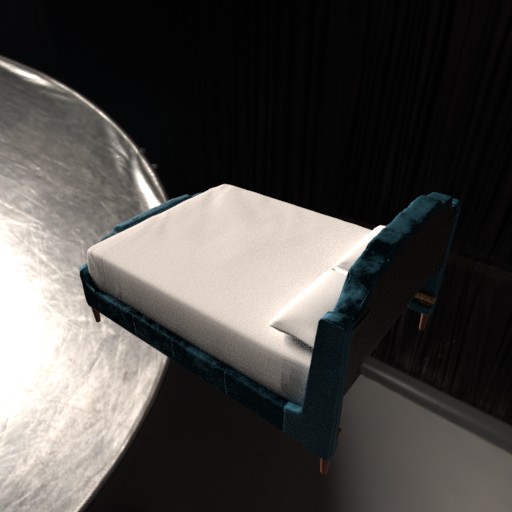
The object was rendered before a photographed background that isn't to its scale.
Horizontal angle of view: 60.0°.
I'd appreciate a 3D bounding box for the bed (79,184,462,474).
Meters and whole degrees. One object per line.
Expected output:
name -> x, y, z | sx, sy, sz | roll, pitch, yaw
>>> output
bed -> 0.000, 0.000, 3.345 | 2.322, 1.338, 1.678 | 23, 39, 31
